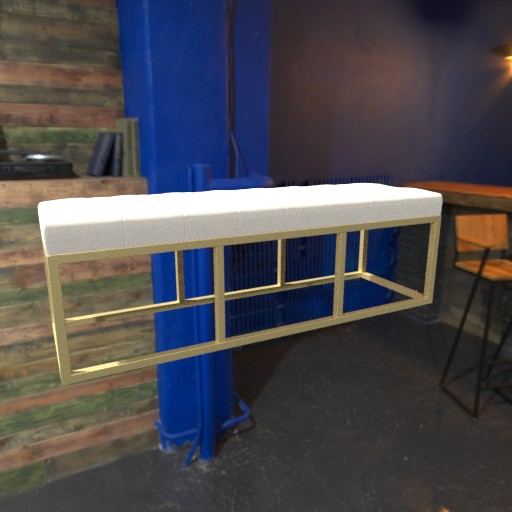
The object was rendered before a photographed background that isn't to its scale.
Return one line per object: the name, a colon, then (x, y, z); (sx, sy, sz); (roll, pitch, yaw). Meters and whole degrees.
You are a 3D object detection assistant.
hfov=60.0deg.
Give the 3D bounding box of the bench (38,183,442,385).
bench: (0.000, 0.000, 1.718); (1.473, 0.484, 0.457); (-7, 16, -26)
